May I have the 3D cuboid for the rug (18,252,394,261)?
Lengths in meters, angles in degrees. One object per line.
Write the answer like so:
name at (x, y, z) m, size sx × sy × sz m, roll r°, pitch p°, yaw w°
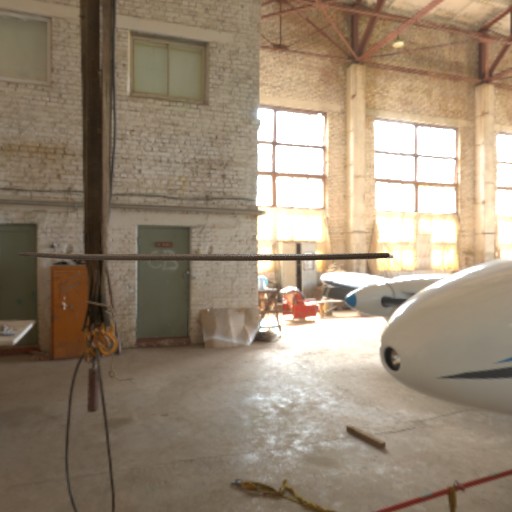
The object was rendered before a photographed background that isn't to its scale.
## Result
rug at (0.000, 0.000, 4.036) m, size 2.399 × 0.054 × 3.011 m, roll 0°, pitch 0°, yaw 17°
